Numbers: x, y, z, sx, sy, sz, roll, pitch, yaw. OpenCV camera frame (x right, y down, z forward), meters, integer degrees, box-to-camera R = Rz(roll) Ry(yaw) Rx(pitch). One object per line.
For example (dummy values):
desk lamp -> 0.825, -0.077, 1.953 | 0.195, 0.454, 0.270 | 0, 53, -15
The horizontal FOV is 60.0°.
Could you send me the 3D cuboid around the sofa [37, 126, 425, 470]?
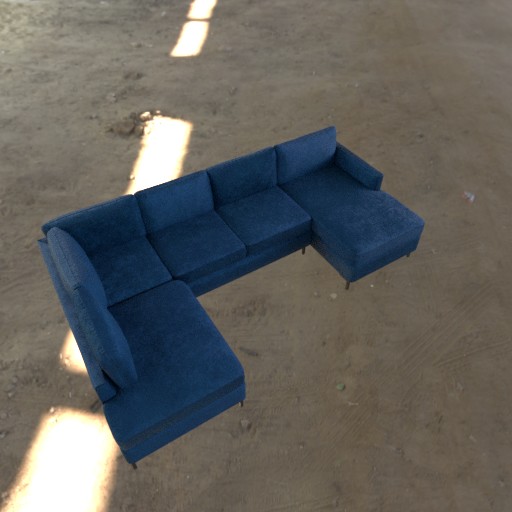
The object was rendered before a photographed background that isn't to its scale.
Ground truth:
sofa -> 0.000, 0.000, 4.166 | 3.434, 0.992, 2.055 | -24, 50, -22
